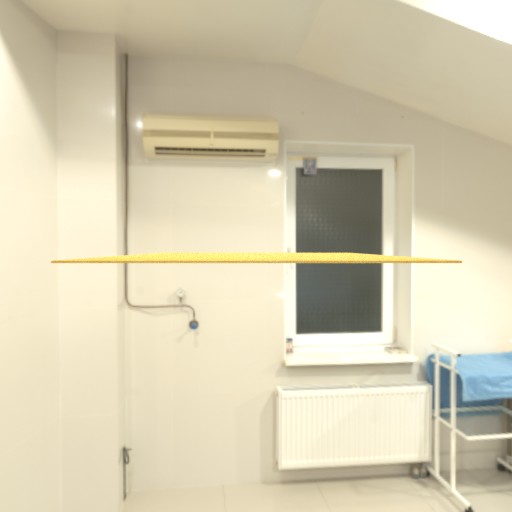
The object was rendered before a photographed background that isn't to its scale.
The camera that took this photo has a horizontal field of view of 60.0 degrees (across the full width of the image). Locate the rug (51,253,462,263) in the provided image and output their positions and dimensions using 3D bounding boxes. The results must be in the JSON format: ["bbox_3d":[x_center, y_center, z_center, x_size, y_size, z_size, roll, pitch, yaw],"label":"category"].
[{"bbox_3d":[0.000,0.000,4.297,2.486,0.015,3.242,0,1,0],"label":"rug"}]
